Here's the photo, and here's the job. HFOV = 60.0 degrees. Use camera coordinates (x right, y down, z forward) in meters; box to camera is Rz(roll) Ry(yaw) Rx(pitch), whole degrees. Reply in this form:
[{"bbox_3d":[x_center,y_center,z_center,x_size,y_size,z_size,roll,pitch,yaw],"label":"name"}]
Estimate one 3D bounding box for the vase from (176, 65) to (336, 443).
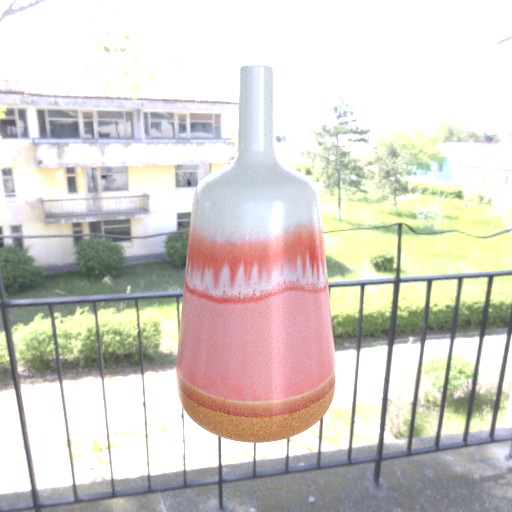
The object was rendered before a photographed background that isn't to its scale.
[{"bbox_3d":[0.000,0.000,0.375,0.144,0.296,0.144,0,16,0],"label":"vase"}]
